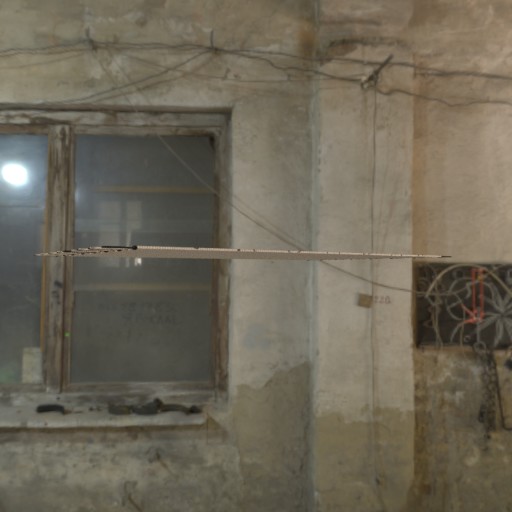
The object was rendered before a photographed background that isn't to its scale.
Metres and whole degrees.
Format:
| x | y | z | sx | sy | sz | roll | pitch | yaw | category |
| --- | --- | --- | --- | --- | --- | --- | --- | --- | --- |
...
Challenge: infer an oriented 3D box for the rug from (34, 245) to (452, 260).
| x | y | z | sx | sy | sz | roll | pitch | yaw | category |
| --- | --- | --- | --- | --- | --- | --- | --- | --- | --- |
| 0.000 | 0.000 | 3.276 | 2.755 | 0.021 | 1.524 | 1 | -2 | -37 | rug |
